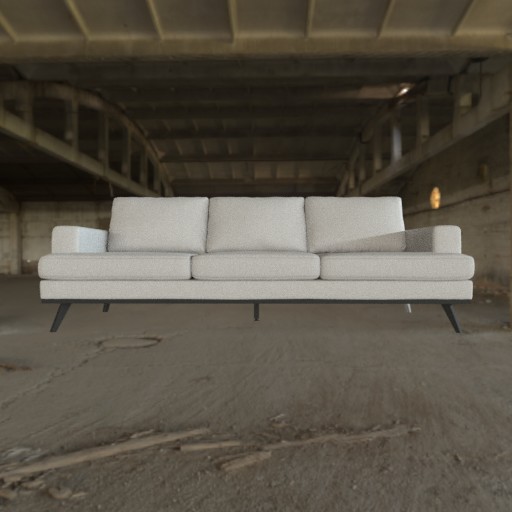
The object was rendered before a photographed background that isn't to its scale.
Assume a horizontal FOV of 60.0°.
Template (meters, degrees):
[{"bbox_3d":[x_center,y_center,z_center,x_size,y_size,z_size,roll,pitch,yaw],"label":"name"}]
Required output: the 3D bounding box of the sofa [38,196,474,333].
[{"bbox_3d":[0.000,0.000,2.771,2.310,0.810,0.920,0,0,1],"label":"sofa"}]
